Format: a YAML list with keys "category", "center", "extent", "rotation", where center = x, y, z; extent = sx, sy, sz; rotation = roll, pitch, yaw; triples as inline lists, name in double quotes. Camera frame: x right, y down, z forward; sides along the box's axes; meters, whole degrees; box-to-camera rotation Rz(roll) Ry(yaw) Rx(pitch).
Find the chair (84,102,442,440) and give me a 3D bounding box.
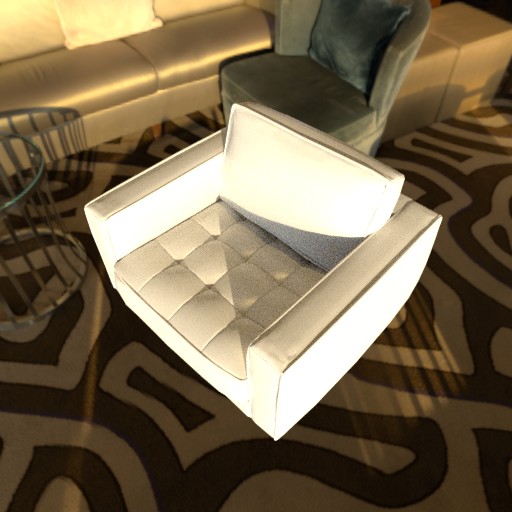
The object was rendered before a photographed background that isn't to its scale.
- category: "chair"
  center: [0.000, 0.000, 1.567]
  extent: [0.928, 0.773, 0.843]
  rotation: [35, 57, 28]
